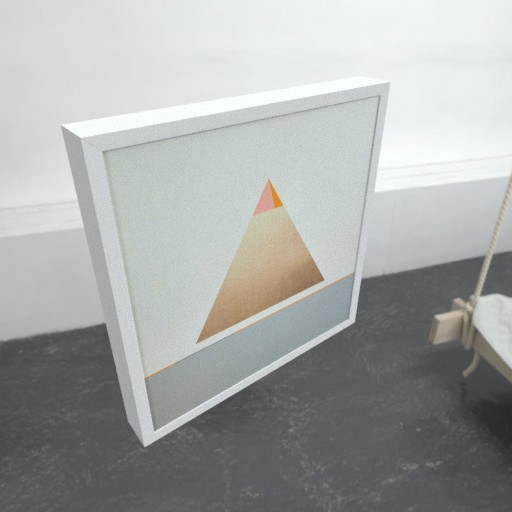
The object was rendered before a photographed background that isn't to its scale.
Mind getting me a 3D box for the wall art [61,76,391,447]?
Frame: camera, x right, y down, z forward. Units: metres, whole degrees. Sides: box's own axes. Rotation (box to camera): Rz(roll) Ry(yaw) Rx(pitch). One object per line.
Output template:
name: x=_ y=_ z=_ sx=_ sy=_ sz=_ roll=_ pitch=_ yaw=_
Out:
wall art: x=0.000 y=0.000 z=0.446 sx=0.305 sy=0.304 sz=0.038 roll=-22 pitch=38 yaw=-32
